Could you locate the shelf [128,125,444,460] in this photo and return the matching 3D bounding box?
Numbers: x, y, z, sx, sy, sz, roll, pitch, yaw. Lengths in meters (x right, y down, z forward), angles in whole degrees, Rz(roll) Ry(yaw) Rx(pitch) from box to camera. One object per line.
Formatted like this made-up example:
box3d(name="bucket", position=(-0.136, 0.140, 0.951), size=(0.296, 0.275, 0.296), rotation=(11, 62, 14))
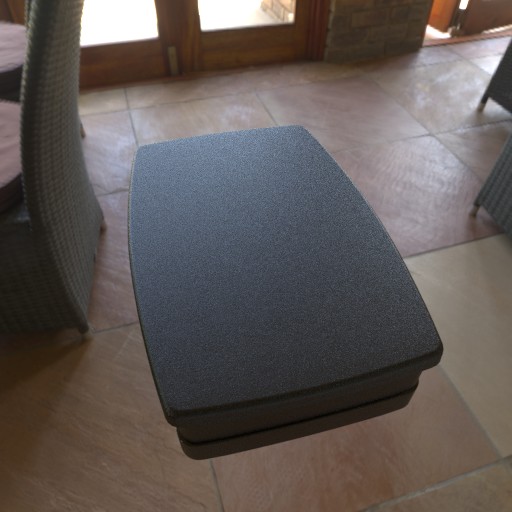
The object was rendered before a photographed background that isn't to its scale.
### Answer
box3d(name="shelf", position=(0.000, 0.000, 0.524), size=(0.280, 0.100, 0.410), rotation=(-10, 47, -10))
